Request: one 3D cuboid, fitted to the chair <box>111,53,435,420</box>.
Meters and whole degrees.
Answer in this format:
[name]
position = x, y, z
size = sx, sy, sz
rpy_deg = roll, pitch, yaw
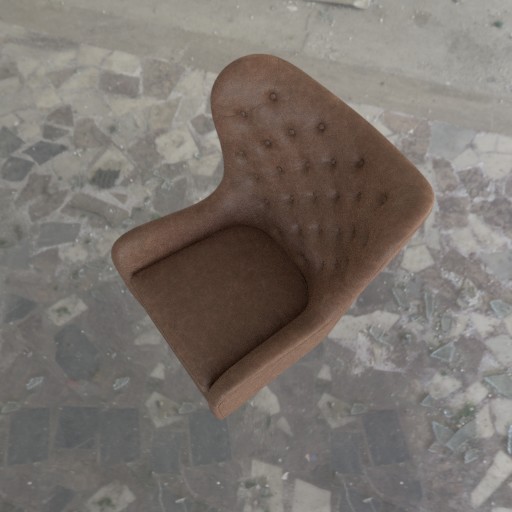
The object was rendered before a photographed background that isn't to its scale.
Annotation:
[chair]
position = 0.000, 0.000, 1.732
size = 0.930, 1.079, 0.831
rpy_deg = -34, 67, -16
